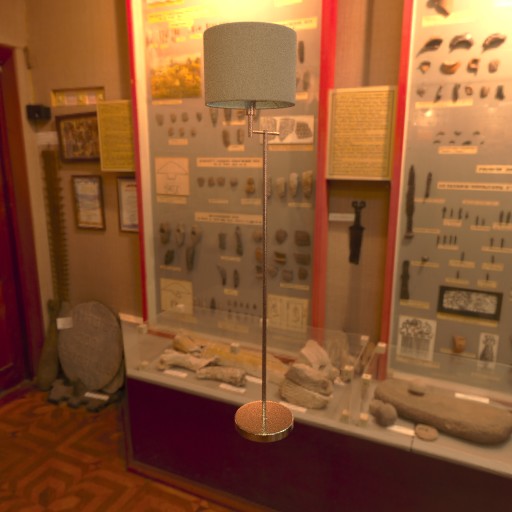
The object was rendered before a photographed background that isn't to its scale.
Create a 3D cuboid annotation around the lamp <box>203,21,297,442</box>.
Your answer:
[{"bbox_3d":[0.000,0.000,1.763,0.324,1.600,0.416,7,15,26],"label":"lamp"}]
